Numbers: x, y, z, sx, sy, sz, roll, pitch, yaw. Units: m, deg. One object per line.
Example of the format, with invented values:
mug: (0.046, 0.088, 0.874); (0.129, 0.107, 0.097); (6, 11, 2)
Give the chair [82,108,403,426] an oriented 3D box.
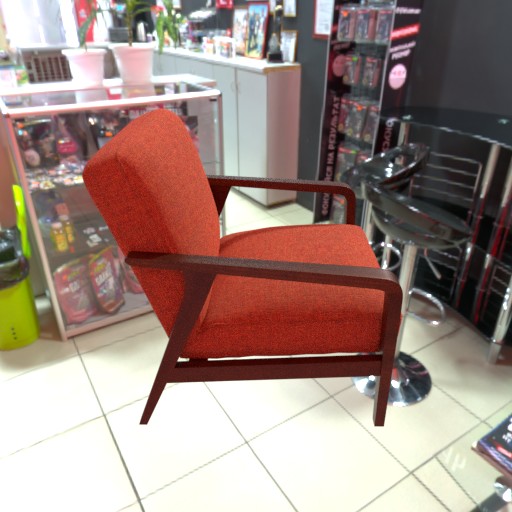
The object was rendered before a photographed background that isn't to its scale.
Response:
chair: (0.000, 0.000, 1.508); (0.860, 0.890, 0.719); (0, 29, 1)
